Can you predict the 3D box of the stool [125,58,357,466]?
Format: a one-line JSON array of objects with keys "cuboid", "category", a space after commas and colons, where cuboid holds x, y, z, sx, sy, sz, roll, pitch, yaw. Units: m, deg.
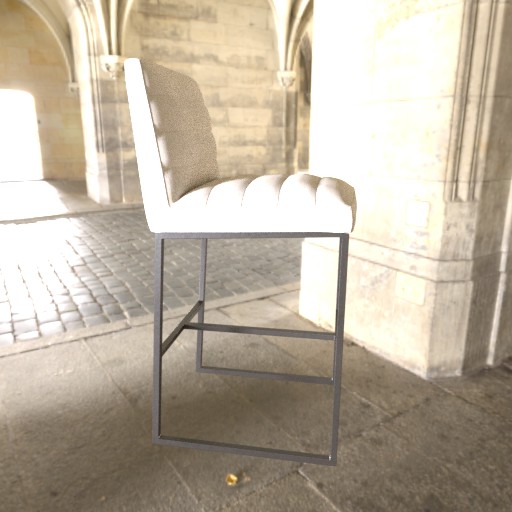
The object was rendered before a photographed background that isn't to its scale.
[{"cuboid": [0.000, 0.000, 1.336, 0.573, 1.061, 0.464, 3, 15, 10], "category": "stool"}]
